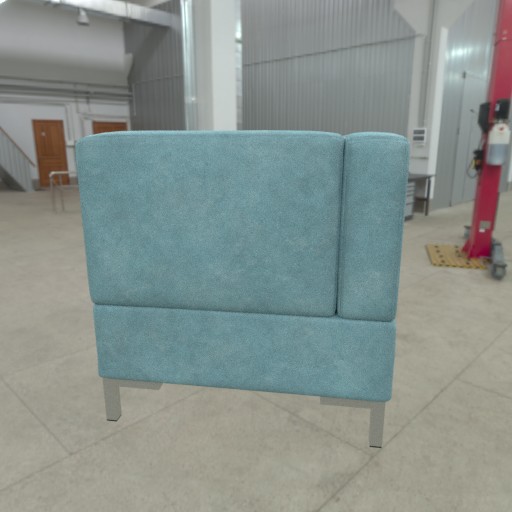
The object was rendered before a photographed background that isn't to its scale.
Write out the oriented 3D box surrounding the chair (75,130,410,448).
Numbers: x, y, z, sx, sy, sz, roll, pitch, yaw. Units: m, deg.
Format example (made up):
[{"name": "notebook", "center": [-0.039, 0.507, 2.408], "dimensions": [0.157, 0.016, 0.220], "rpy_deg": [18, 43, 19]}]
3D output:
[{"name": "chair", "center": [0.000, 0.000, 1.231], "dimensions": [0.684, 0.660, 0.691], "rpy_deg": [2, 15, 9]}]
